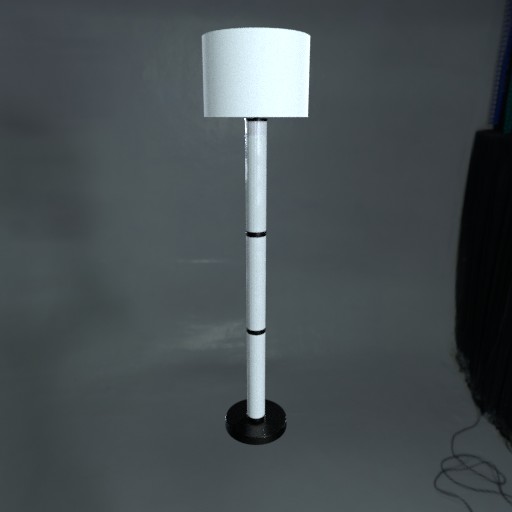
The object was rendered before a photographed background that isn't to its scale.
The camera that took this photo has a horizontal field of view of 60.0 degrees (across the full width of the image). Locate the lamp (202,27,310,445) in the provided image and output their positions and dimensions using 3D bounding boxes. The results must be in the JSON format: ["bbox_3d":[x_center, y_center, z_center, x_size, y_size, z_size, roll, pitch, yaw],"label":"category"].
[{"bbox_3d":[0.000,0.000,1.777,0.377,1.599,0.377,-3,18,-8],"label":"lamp"}]
